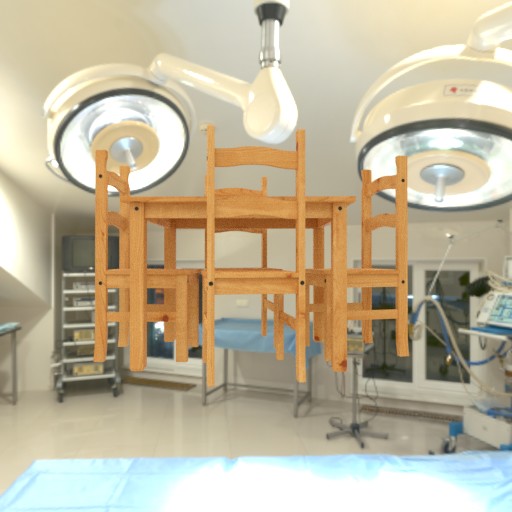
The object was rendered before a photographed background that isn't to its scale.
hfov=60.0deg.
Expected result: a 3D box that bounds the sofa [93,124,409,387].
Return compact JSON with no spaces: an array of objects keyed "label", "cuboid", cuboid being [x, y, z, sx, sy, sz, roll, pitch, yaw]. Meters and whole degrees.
[{"label":"sofa","cuboid":[0.000,0.000,2.253,1.529,1.000,1.144,0,0,1]}]
